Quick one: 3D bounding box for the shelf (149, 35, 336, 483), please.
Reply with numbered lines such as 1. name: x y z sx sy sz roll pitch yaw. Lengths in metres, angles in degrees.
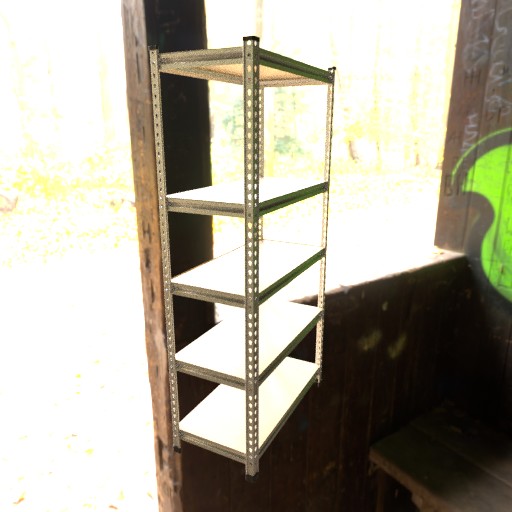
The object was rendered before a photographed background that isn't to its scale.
1. shelf: 0.000 0.000 2.224 0.457 1.829 0.914 8 18 26
